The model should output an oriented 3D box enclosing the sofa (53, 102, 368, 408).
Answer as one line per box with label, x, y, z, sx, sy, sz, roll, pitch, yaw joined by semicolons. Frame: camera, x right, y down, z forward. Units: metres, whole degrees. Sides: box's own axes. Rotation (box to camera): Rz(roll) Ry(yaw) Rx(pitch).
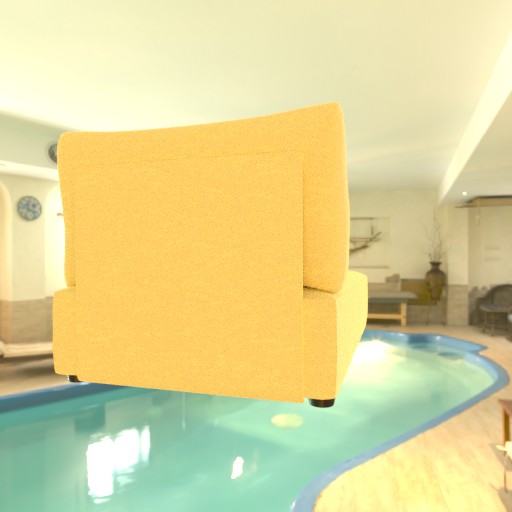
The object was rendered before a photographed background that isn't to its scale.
sofa;0.000;0.000;1.963;0.930;0.820;1.450;0;0;17
